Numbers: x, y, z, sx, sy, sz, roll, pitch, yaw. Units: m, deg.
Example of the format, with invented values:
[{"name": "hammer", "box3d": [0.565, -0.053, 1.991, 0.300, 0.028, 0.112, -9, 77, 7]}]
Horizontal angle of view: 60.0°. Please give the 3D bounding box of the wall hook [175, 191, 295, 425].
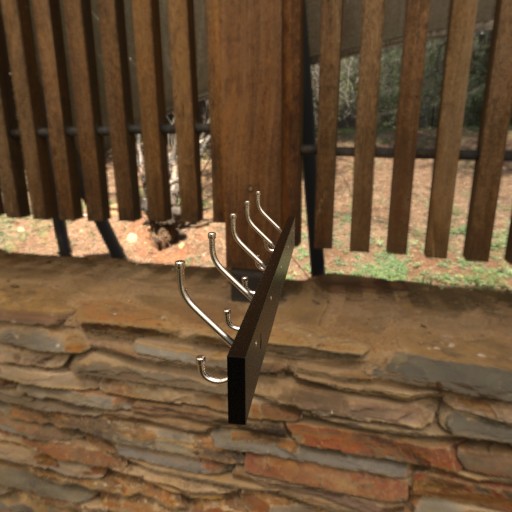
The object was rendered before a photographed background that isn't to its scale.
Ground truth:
[{"name": "wall hook", "box3d": [0.000, 0.000, 0.610, 0.071, 0.117, 0.571, 2, 16, 8]}]
